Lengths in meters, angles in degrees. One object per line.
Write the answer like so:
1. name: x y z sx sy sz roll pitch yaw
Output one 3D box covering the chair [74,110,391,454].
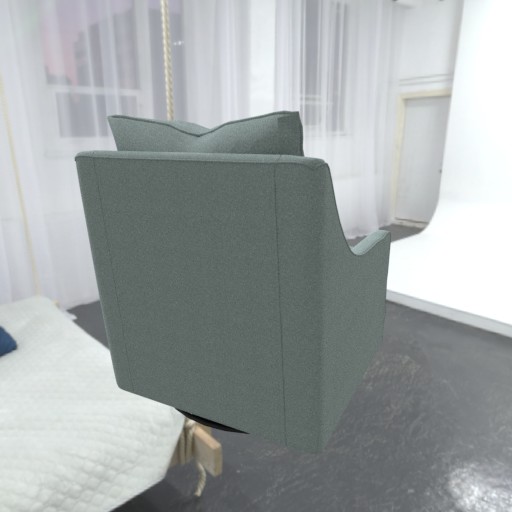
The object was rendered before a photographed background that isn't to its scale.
1. chair: 0.000 0.000 1.546 0.760 0.926 0.870 8 17 26
